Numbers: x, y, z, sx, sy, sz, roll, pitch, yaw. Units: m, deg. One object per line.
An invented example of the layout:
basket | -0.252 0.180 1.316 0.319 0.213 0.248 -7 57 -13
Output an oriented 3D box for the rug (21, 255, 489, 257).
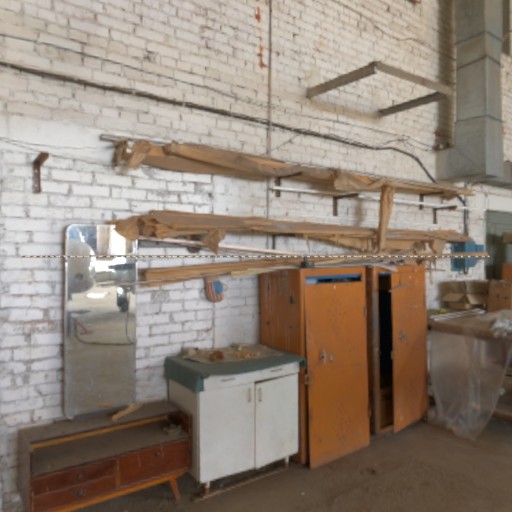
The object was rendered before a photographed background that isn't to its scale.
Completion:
rug | 0.000 0.000 2.479 2.277 0.008 0.676 0 1 -1
